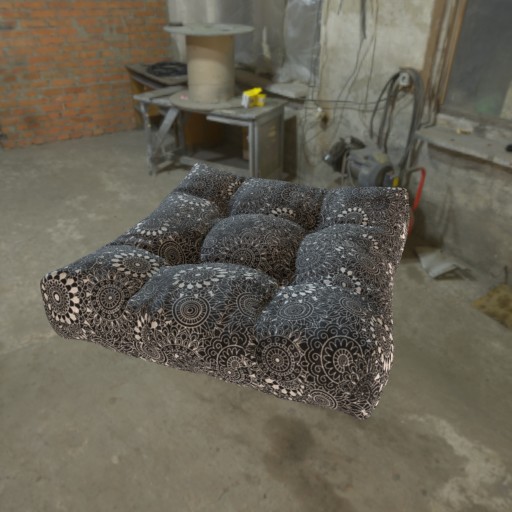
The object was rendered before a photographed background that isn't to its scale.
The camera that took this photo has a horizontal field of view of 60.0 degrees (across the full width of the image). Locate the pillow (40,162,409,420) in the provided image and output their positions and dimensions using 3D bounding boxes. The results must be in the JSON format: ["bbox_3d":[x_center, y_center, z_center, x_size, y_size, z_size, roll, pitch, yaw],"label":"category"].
[{"bbox_3d":[0.000,0.000,0.735,0.468,0.128,0.490,10,33,16],"label":"pillow"}]
